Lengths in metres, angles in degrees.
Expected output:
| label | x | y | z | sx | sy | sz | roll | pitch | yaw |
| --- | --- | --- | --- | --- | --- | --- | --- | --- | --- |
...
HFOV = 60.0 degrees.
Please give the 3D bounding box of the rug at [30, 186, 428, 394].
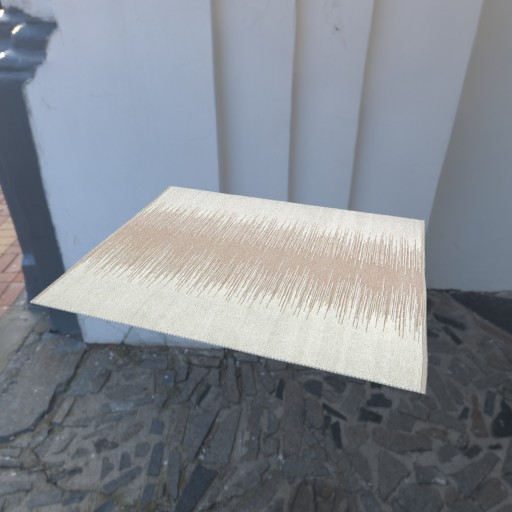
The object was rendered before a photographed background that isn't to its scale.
| label | x | y | z | sx | sy | sz | roll | pitch | yaw |
| --- | --- | --- | --- | --- | --- | --- | --- | --- | --- |
| rug | 0.000 | 0.000 | 4.151 | 3.048 | 0.013 | 2.438 | 10 | 34 | 15 |
